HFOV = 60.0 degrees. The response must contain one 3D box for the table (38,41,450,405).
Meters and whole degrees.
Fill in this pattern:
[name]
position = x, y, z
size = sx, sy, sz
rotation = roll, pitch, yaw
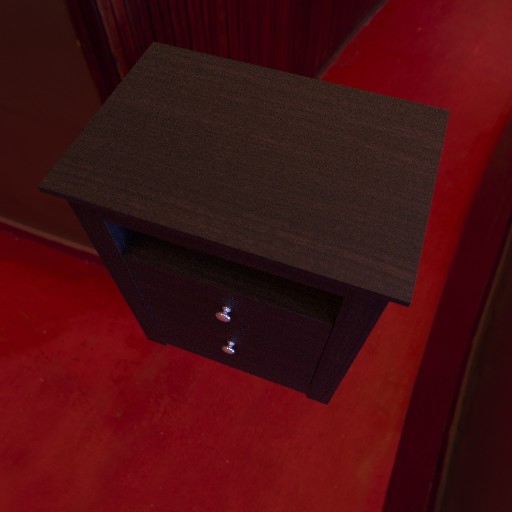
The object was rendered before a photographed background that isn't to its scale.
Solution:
[table]
position = 0.000, 0.000, 1.050
size = 0.591, 0.711, 0.406
rotation = 17, 60, 10
